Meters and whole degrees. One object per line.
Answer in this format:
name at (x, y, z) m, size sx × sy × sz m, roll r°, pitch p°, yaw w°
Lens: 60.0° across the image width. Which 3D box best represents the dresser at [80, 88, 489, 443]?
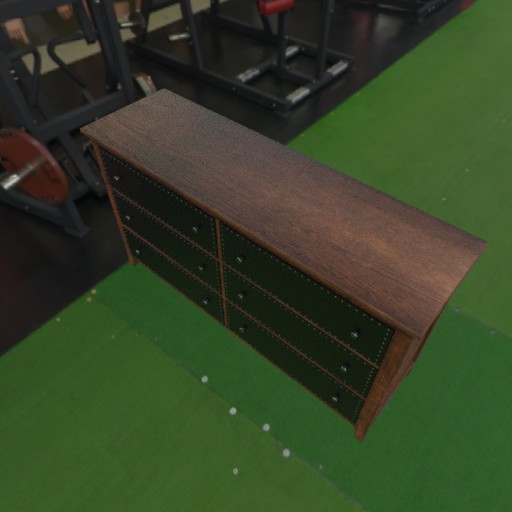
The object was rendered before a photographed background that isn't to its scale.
dresser at (0.000, 0.000, 1.938) m, size 1.551 × 0.856 × 0.463 m, roll 33°, pitch 55°, yaw 26°
